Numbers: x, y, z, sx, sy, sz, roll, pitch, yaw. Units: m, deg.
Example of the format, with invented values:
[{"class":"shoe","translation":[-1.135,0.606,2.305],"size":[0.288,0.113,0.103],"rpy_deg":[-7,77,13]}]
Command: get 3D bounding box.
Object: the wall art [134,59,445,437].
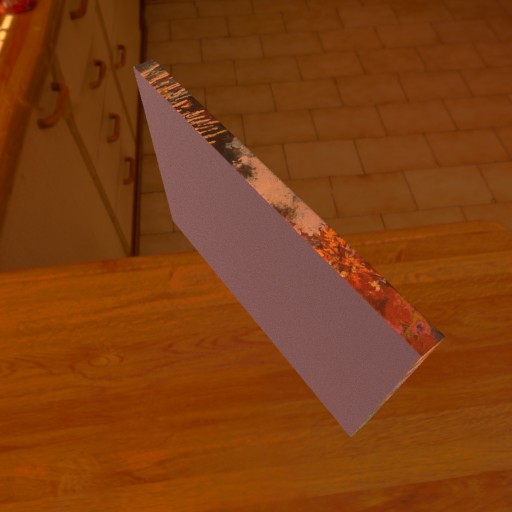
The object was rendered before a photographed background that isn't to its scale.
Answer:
[{"class":"wall art","translation":[0.000,0.000,0.761],"size":[0.037,0.406,0.610],"rpy_deg":[-32,63,-19]}]
